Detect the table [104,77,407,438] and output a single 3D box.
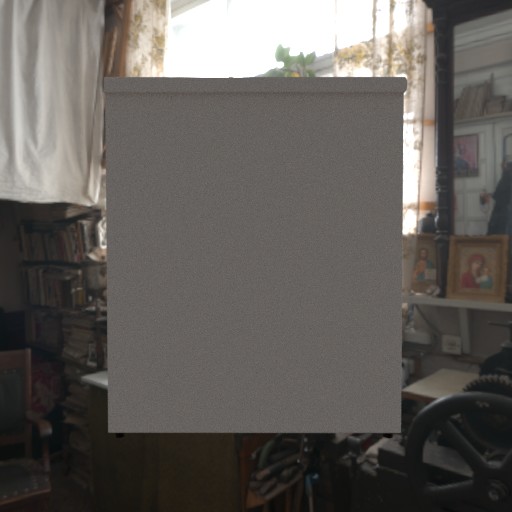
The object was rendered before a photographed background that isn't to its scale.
[{"bbox_3d":[0.000,0.000,0.770,0.380,0.460,0.420,0,2,0],"label":"table"}]
